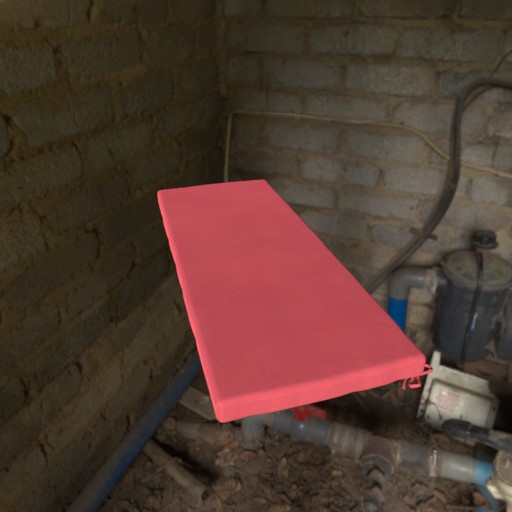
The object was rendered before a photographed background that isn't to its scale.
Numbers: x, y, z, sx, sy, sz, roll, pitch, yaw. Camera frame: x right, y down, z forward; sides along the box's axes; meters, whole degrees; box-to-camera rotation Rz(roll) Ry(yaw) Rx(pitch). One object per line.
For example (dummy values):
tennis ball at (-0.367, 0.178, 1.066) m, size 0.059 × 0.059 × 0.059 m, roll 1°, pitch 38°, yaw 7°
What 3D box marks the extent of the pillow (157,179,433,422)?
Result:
pillow at (0.000, 0.000, 1.365) m, size 0.492 × 0.081 × 1.187 m, roll -8°, pitch 31°, yaw -14°
